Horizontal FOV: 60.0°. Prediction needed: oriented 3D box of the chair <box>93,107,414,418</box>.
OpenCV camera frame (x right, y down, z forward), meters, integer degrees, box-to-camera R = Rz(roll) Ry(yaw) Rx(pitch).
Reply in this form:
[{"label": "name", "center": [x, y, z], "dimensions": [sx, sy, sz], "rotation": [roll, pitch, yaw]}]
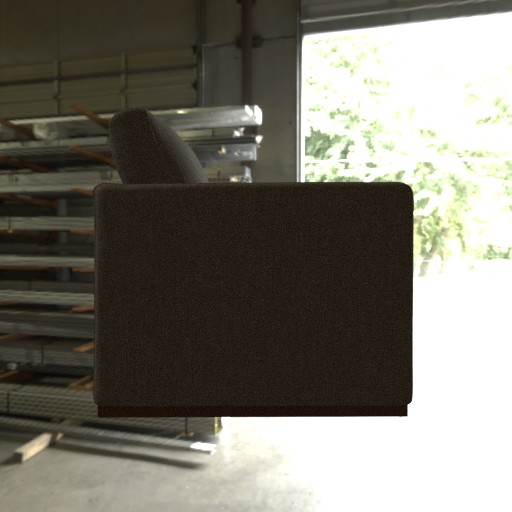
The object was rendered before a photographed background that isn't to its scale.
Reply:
[{"label": "chair", "center": [0.000, 0.000, 1.477], "dimensions": [0.834, 0.811, 0.763], "rotation": [0, 0, 0]}]
